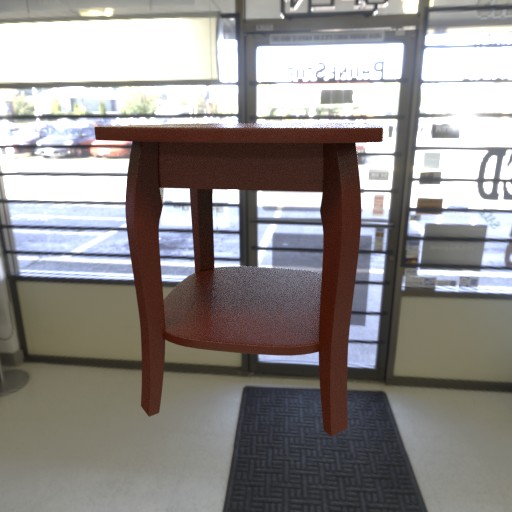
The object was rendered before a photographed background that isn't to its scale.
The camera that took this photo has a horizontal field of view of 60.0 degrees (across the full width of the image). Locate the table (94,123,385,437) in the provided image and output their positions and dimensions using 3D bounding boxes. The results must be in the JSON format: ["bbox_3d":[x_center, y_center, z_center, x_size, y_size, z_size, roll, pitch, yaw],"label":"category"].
[{"bbox_3d":[0.000,0.000,0.873,0.433,0.496,0.502,3,18,9],"label":"table"}]
